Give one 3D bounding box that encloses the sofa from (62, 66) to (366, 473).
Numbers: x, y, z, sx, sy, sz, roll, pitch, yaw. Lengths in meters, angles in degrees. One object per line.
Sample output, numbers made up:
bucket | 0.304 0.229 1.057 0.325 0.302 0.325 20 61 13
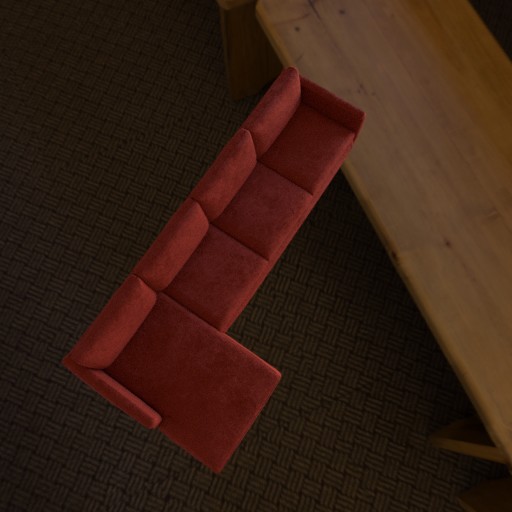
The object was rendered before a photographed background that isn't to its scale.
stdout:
sofa | 0.000 0.000 2.923 1.136 0.663 2.467 33 78 8
